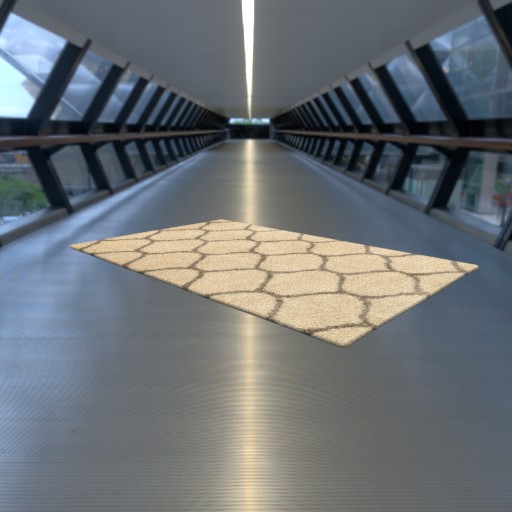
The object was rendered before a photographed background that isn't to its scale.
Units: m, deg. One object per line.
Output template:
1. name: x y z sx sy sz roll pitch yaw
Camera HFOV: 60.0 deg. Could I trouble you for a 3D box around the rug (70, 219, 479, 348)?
1. rug: 0.000 0.000 2.971 2.348 0.024 1.501 14 20 42
